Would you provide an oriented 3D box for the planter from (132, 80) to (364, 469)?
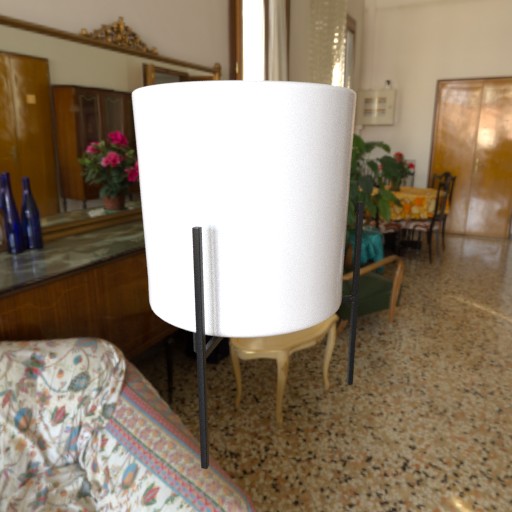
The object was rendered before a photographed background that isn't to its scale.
[{"bbox_3d":[0.000,0.000,0.623,0.308,0.431,0.307,-2,15,-9],"label":"planter"}]
